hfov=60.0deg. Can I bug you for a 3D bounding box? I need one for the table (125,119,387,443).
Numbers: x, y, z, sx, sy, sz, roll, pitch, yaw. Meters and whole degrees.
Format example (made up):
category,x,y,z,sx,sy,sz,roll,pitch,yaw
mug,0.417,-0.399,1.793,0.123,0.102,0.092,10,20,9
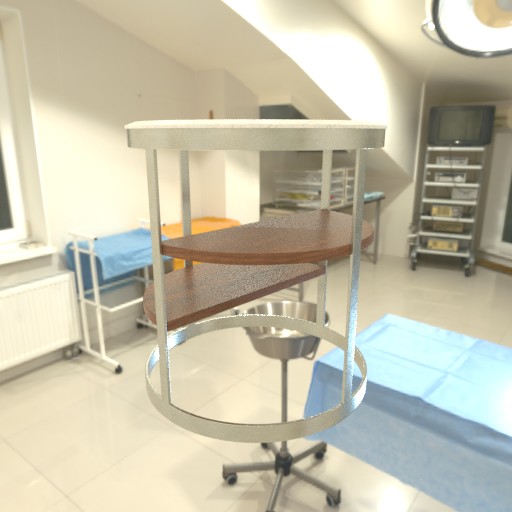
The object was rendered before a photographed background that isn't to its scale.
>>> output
category,x,y,z,sx,sy,sz,roll,pitch,yaw
table,0.000,0.000,0.773,0.407,0.447,0.407,0,16,0
